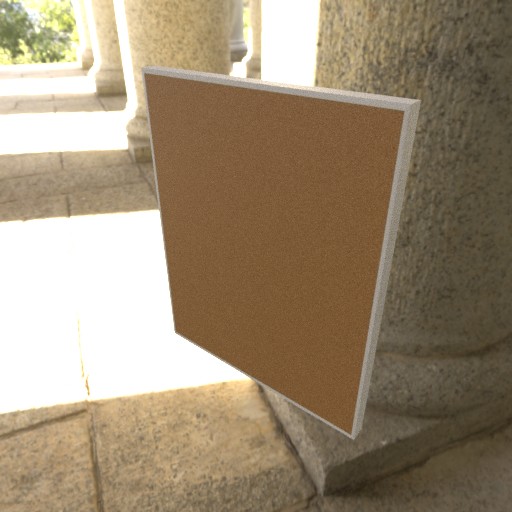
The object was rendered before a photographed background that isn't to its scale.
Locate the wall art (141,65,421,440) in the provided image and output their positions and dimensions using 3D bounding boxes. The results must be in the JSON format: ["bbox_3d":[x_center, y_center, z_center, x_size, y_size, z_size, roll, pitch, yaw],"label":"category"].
[{"bbox_3d":[0.000,0.000,0.737,0.443,0.549,0.030,22,37,32],"label":"wall art"}]
